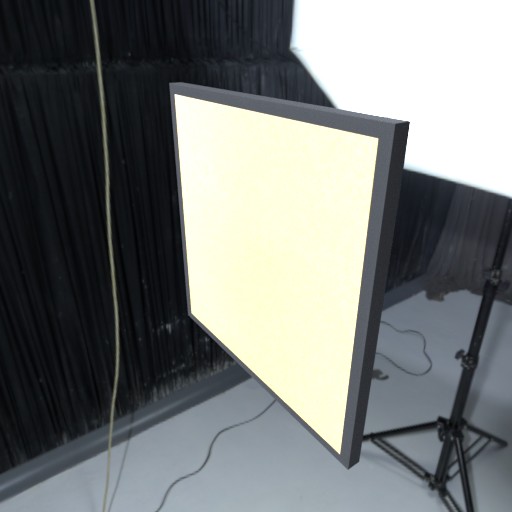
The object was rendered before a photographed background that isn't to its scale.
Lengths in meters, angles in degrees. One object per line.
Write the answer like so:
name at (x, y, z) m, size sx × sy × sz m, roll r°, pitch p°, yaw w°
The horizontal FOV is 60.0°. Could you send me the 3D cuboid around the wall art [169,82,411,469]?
wall art at (0.000, 0.000, 1.117) m, size 0.037 × 0.760 × 0.762 m, roll -18°, pitch 32°, yaw -32°
